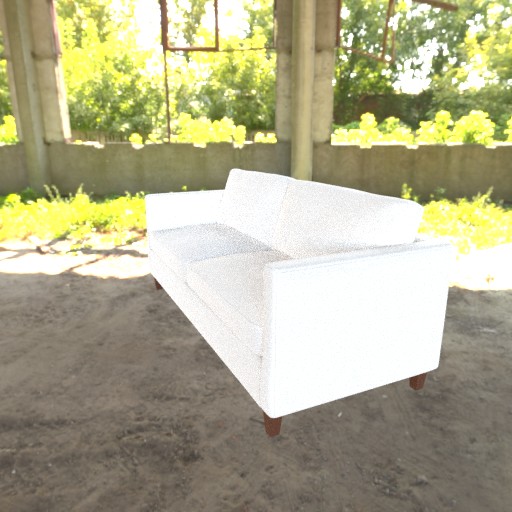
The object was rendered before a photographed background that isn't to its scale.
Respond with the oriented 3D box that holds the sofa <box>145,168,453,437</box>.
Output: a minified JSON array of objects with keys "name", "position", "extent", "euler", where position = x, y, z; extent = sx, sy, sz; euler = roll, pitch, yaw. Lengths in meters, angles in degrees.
[{"name":"sofa","position":[0.000,0.000,2.714],"extent":[0.924,0.933,2.139],"euler":[-7,17,-24]}]
